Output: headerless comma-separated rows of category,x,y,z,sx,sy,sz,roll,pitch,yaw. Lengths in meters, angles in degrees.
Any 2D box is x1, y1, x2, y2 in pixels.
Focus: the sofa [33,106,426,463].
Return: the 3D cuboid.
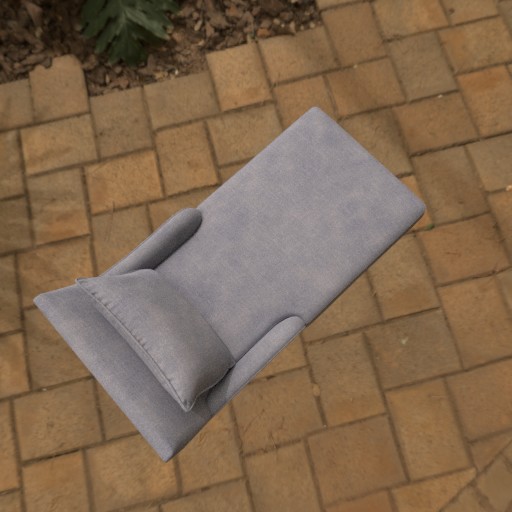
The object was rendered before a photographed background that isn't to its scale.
sofa,0.000,0.000,2.305,1.779,0.883,0.904,-42,79,-10
